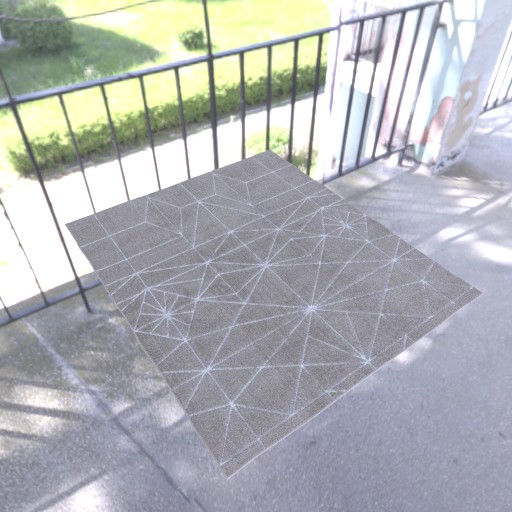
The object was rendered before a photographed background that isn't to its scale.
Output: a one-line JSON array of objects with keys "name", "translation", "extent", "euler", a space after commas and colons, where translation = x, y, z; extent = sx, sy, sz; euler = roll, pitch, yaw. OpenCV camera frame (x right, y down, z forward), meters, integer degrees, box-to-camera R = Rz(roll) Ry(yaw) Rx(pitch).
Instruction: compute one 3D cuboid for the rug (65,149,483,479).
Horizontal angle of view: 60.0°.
[{"name": "rug", "translation": [0.000, 0.000, 0.868], "extent": [0.548, 0.006, 0.639], "euler": [-26, 48, -25]}]
